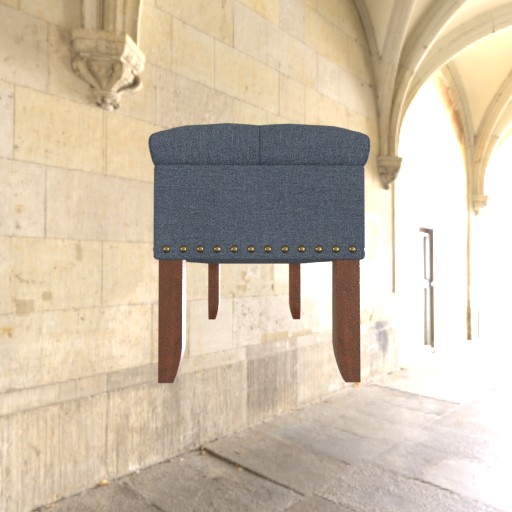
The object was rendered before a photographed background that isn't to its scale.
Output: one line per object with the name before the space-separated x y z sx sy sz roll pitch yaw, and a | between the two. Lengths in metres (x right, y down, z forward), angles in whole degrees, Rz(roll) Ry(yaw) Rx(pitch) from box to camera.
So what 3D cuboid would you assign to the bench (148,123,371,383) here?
bench | 0.000 0.000 1.327 0.417 0.492 1.052 0 -1 -1
